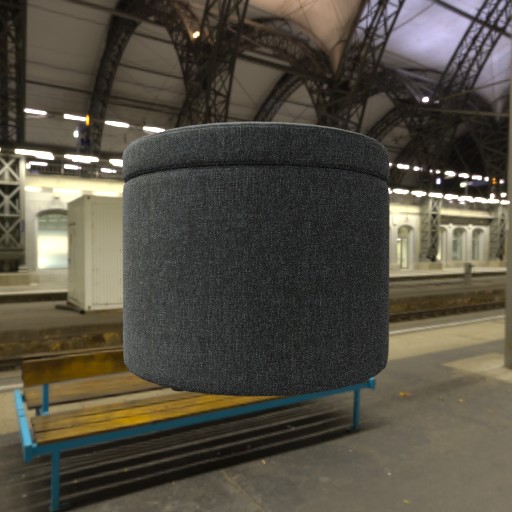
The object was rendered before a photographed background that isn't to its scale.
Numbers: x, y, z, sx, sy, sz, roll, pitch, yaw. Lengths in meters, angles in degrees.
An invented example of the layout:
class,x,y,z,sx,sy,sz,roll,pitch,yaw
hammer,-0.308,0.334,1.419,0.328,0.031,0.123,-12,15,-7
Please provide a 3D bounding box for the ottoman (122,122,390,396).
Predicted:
class,x,y,z,sx,sy,sz,roll,pitch,yaw
ottoman,0.000,0.000,0.867,0.500,0.419,0.500,0,1,0
